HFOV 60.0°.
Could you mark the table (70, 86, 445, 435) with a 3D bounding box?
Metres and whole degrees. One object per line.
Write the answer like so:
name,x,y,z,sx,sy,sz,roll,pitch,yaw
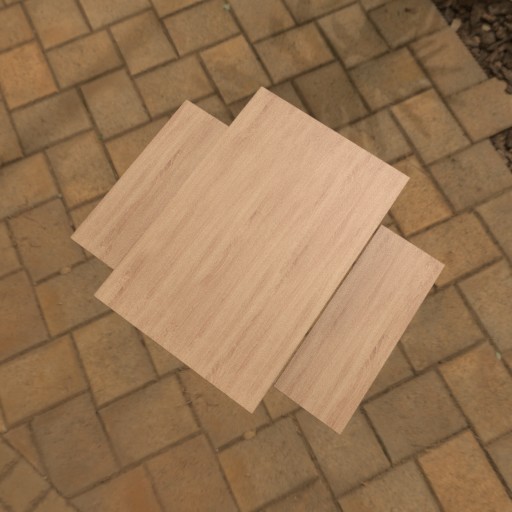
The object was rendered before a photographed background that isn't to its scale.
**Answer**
table,0.000,0.000,2.061,1.443,0.700,1.100,34,78,8
